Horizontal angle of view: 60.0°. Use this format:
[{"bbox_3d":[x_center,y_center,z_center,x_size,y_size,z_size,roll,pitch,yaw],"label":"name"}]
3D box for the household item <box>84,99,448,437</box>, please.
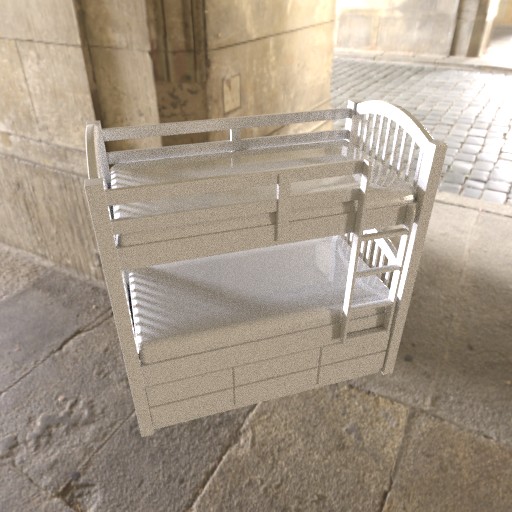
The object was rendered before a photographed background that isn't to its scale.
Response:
[{"bbox_3d":[0.000,0.000,3.277,2.032,2.032,1.143,-10,34,-14],"label":"household item"}]
